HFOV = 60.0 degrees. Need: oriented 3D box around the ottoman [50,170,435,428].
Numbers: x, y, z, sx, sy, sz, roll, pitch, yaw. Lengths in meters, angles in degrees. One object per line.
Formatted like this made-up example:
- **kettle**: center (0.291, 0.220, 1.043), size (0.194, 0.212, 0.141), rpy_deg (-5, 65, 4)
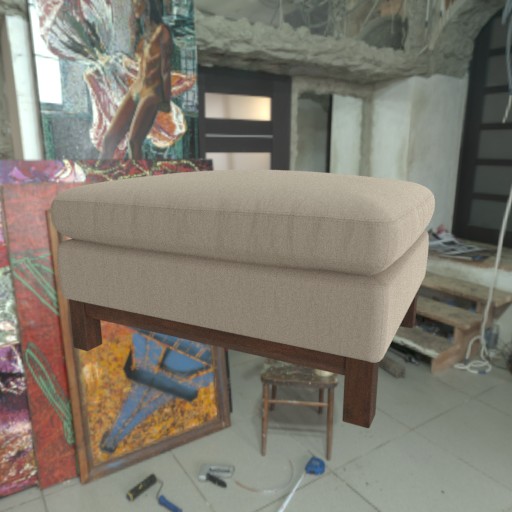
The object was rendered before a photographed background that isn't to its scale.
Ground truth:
- **ottoman**: center (0.000, 0.000, 1.104), size (0.771, 0.420, 0.606), rpy_deg (7, 15, 26)
